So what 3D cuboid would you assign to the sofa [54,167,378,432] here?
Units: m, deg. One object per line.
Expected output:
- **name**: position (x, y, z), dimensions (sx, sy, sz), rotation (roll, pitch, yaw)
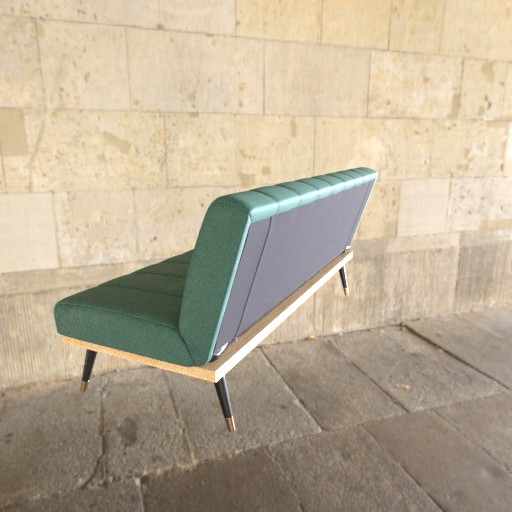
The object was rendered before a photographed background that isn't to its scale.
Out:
- **sofa**: position (0.000, 0.000, 2.235), dimensions (0.830, 0.820, 1.810), rotation (7, 16, 25)
